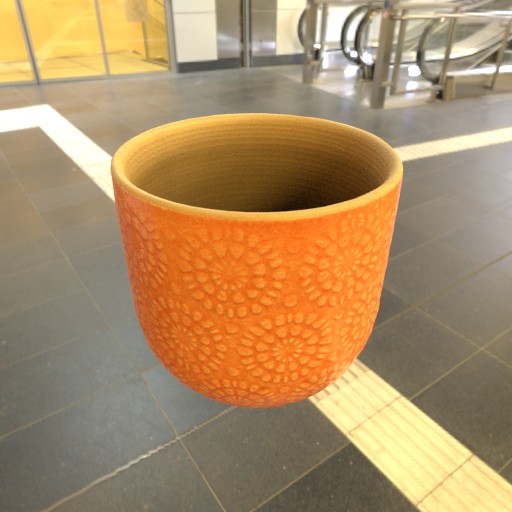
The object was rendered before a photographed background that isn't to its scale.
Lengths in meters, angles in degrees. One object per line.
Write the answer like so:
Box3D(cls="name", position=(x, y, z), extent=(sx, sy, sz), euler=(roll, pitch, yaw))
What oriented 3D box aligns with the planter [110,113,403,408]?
Box3D(cls="planter", position=(0.000, 0.000, 0.294), extent=(0.170, 0.152, 0.170), euler=(0, 32, 0))
